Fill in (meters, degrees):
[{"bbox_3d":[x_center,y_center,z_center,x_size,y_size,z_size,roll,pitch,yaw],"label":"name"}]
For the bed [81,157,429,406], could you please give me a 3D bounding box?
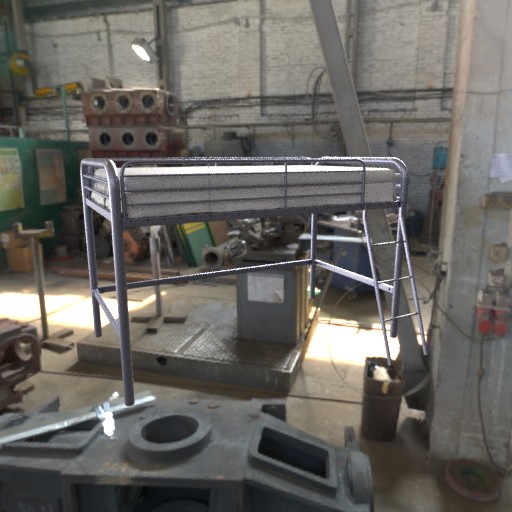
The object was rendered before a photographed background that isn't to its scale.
[{"bbox_3d":[0.000,0.000,2.983,1.965,1.288,1.415,-7,15,-27],"label":"bed"}]
